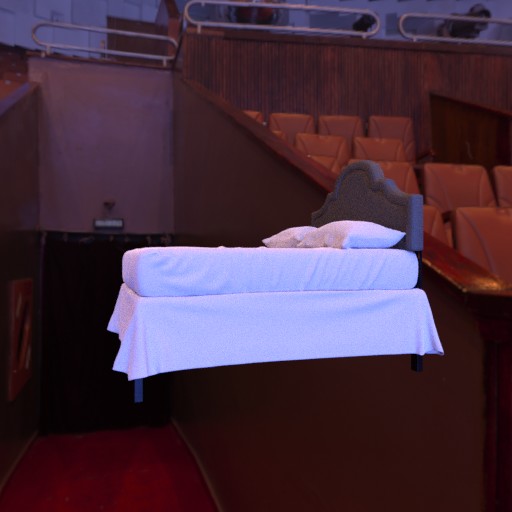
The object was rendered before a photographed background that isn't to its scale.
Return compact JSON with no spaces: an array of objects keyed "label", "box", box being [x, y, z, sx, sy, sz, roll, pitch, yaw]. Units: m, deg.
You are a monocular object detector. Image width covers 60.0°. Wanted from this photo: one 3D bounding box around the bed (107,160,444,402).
[{"label":"bed","box":[0.000,0.000,3.535,2.222,1.634,1.780,0,0,-20]}]
